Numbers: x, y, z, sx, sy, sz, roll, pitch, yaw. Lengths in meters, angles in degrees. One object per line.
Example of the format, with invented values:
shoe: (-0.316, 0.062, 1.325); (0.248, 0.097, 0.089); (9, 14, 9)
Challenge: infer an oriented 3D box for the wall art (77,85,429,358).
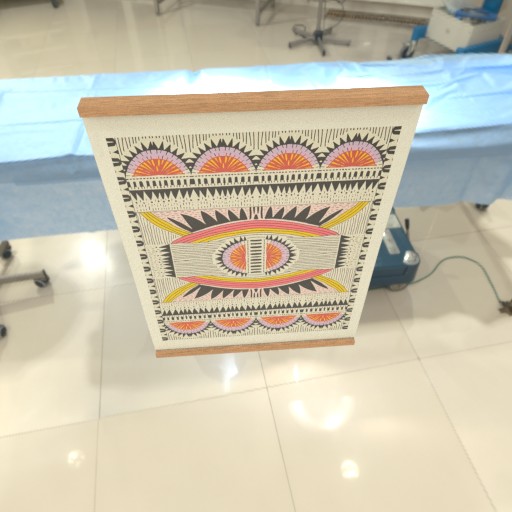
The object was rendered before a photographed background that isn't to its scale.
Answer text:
wall art: (0.000, 0.000, 0.800); (0.456, 0.609, 0.028); (-3, 47, -3)
